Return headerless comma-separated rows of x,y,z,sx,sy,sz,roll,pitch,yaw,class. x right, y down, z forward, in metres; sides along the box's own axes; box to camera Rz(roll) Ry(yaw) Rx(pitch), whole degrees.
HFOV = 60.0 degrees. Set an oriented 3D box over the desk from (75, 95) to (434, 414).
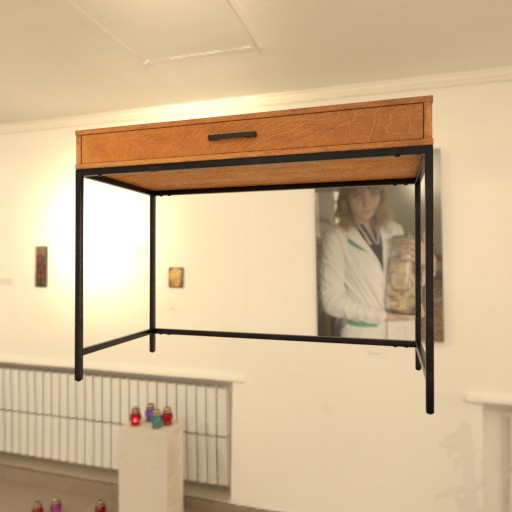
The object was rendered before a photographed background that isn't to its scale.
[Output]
0.000,0.000,1.412,1.016,0.762,0.470,0,-1,17,desk
